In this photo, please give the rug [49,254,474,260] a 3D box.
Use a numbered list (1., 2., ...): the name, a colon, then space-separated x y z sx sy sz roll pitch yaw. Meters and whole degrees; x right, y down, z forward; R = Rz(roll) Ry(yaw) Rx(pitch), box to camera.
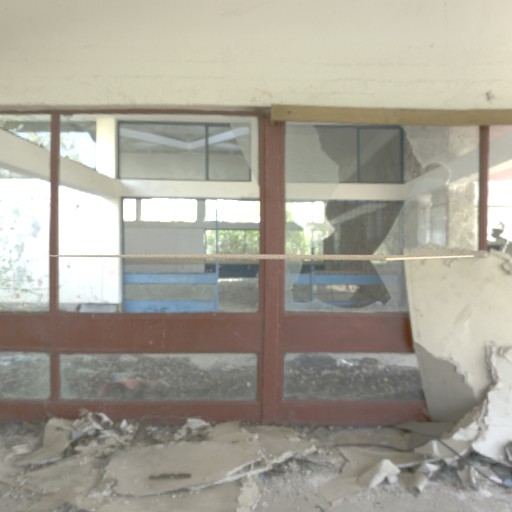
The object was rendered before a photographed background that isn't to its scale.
1. rug: 0.000 0.000 2.286 1.828 0.007 1.220 0 1 37
